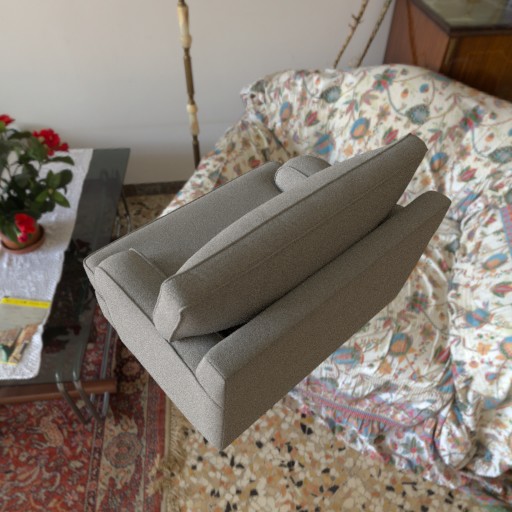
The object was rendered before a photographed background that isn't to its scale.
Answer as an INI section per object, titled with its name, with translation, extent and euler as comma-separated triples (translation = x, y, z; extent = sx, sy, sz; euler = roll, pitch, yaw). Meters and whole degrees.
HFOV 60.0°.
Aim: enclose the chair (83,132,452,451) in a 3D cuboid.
[chair]
translation = 0.000, 0.000, 1.970
extent = 1.220, 1.016, 1.040
euler = -33, 54, -28
